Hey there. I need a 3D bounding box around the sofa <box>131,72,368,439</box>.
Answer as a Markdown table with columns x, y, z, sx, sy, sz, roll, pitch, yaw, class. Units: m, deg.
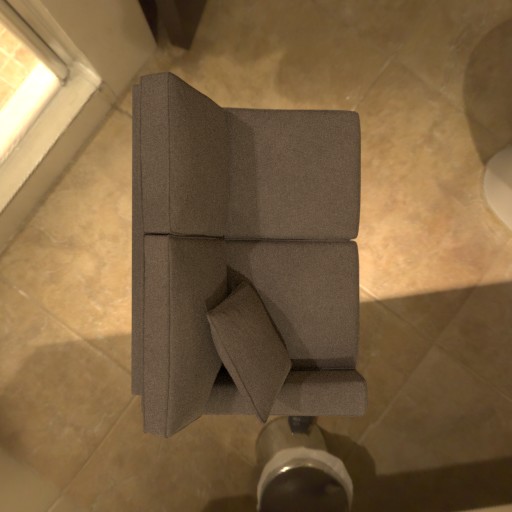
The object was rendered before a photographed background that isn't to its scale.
| x | y | z | sx | sy | sz | roll | pitch | yaw | class |
| --- | --- | --- | --- | --- | --- | --- | --- | --- | --- |
| 0.000 | 0.000 | 2.064 | 0.991 | 0.989 | 1.388 | 0 | 89 | 0 | sofa |
